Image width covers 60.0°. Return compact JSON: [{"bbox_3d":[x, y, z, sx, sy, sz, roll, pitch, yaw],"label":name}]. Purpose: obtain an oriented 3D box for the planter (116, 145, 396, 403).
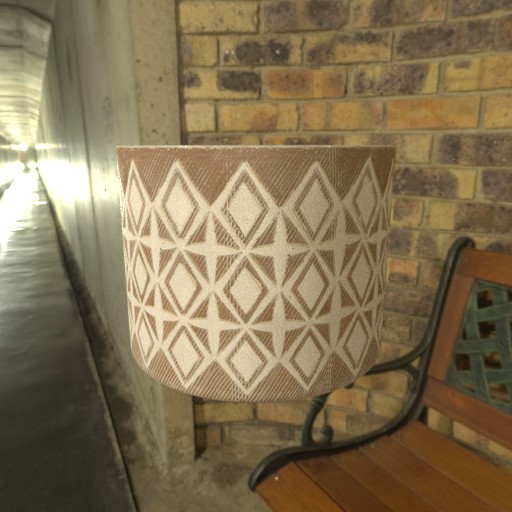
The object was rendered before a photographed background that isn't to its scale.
[{"bbox_3d":[0.000,0.000,0.340,0.193,0.165,0.193,0,14,0],"label":"planter"}]
